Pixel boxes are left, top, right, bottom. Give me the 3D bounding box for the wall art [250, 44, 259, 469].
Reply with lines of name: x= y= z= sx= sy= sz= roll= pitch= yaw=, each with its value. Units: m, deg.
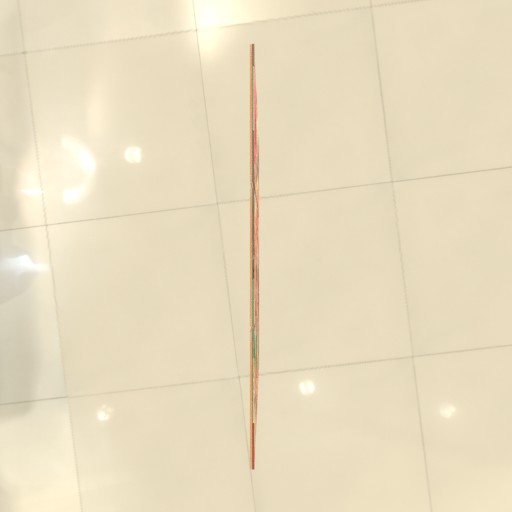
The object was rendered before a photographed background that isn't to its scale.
wall art: x=0.000 y=0.000 z=1.875 sx=0.013 sy=1.220 sz=1.216 roll=0 pitch=90 yaw=1
